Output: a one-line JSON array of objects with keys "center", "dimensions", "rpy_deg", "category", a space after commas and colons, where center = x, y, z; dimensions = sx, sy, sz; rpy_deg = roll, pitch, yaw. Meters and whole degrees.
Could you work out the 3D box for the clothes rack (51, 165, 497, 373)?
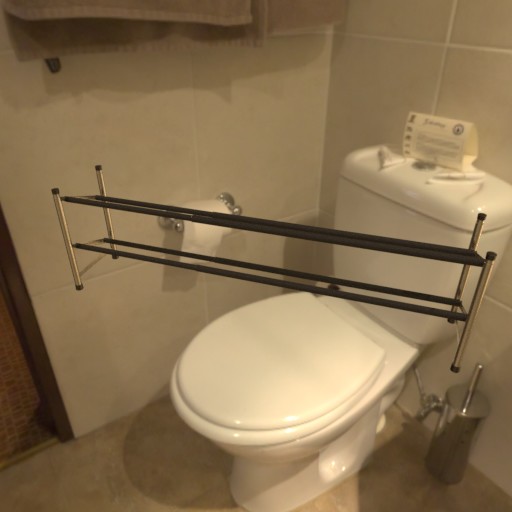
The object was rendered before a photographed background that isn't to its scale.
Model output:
[{"center": [0.000, 0.000, 1.287], "dimensions": [1.168, 0.349, 0.229], "rpy_deg": [10, 32, 16], "category": "clothes rack"}]
